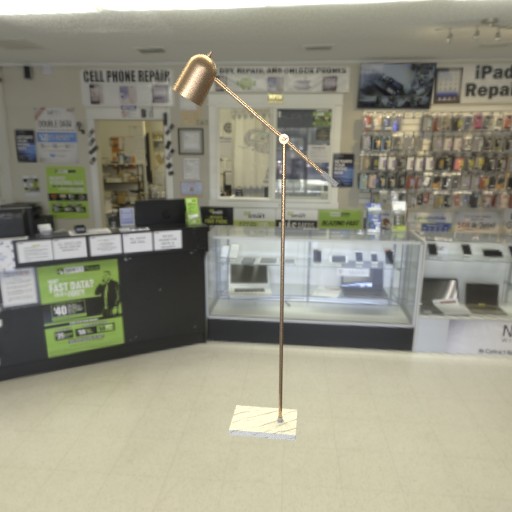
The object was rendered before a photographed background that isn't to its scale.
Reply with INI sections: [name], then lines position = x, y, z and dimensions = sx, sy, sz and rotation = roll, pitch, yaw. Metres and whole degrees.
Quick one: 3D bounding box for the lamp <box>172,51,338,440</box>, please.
[lamp]
position = 0.000, 0.000, 1.854
dimensions = 0.653, 1.594, 0.194
rotation = 2, 14, 7
